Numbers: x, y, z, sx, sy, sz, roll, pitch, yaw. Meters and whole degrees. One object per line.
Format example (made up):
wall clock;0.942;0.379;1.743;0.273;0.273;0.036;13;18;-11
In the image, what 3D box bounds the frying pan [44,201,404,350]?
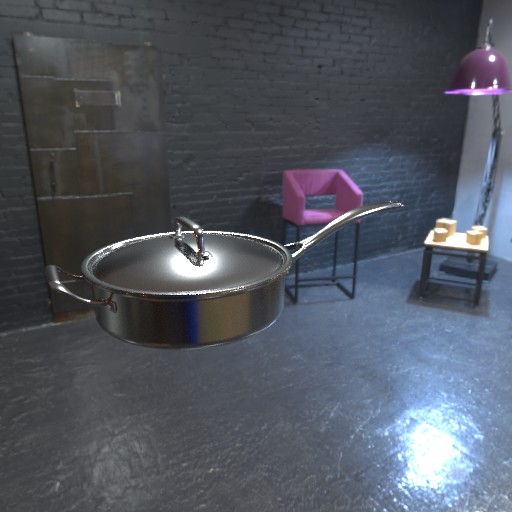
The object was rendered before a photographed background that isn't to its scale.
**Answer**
frying pan;0.000;0.000;0.573;0.492;0.111;0.245;-9;19;-27
